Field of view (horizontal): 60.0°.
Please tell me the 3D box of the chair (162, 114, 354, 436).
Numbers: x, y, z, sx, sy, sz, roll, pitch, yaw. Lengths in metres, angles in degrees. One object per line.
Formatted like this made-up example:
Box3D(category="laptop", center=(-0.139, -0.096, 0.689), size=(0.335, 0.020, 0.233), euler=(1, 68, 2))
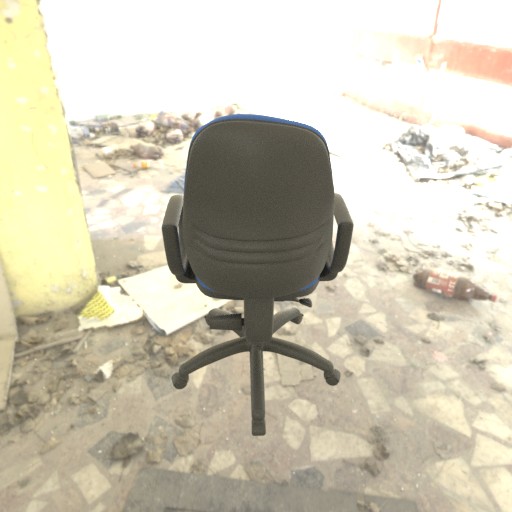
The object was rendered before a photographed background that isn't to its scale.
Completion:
Box3D(category="chair", center=(0.000, 0.000, 1.266), size=(0.552, 0.905, 0.549), euler=(-1, 32, -1))
